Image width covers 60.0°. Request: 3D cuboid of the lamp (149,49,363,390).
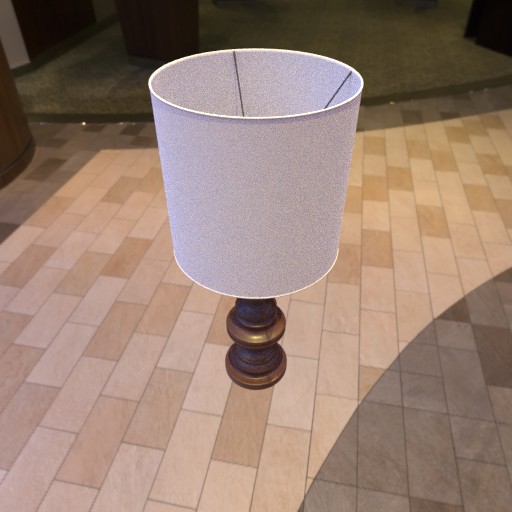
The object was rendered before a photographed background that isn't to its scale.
[{"bbox_3d":[0.000,0.000,0.581,0.208,0.455,0.208,-24,45,-26],"label":"lamp"}]
